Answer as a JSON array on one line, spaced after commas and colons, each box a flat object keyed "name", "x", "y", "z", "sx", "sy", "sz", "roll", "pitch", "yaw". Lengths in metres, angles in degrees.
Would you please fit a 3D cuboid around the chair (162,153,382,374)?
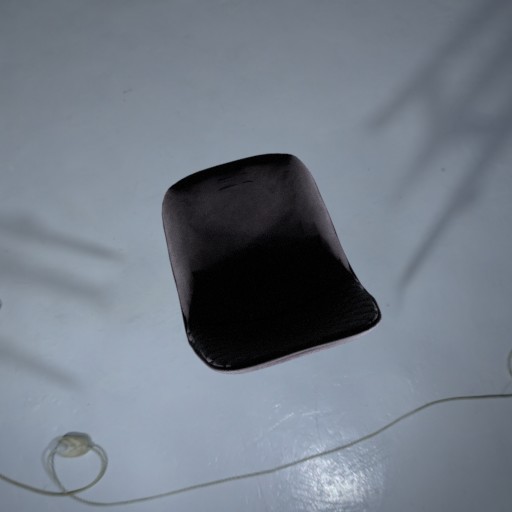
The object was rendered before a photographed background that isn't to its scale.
[{"name": "chair", "x": 0.000, "y": 0.000, "z": 1.199, "sx": 0.472, "sy": 0.889, "sz": 0.561, "roll": -16, "pitch": 77, "yaw": -4}]
